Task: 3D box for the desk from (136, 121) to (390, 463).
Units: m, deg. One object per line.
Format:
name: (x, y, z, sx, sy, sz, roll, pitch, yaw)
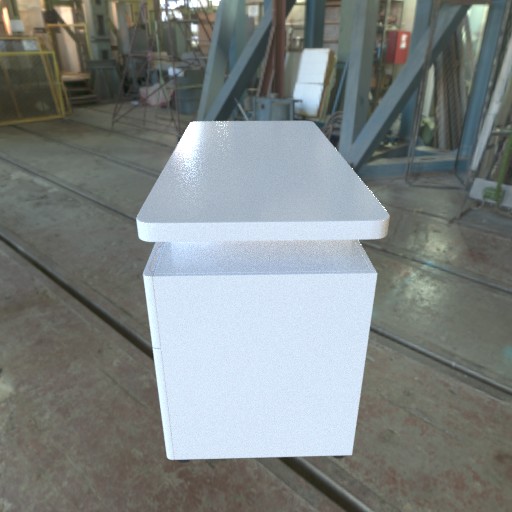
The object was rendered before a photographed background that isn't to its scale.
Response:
desk: (0.000, 0.000, 1.632, 0.550, 0.760, 1.200, -1, 27, -2)
